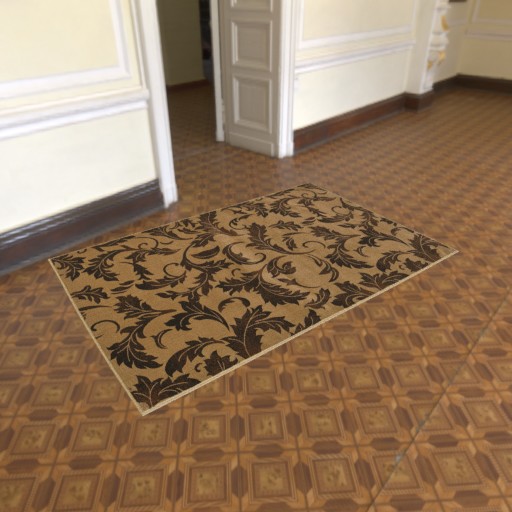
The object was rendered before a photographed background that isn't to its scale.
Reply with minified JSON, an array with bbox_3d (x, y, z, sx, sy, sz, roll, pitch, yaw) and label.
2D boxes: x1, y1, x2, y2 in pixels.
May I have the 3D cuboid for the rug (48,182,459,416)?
[{"bbox_3d":[0.000,0.000,2.930,2.284,0.008,1.522,-21,37,-30],"label":"rug"}]
